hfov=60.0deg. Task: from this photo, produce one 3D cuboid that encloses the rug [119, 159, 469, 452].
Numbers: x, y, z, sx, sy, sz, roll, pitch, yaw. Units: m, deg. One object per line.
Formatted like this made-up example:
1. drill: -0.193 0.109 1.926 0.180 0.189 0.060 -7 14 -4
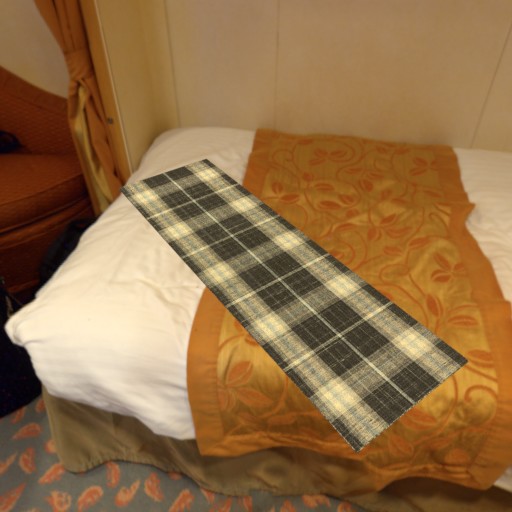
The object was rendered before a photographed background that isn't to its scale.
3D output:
1. rug: 0.000 0.000 2.695 0.760 0.012 2.434 -25 47 -26
